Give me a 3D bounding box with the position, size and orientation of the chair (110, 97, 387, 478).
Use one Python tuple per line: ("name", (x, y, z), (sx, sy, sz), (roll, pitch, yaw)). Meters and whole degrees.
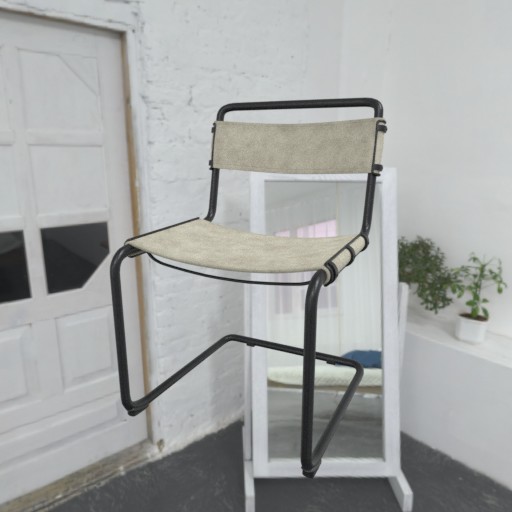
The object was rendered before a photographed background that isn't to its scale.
("chair", (0.000, 0.000, 1.071), (0.499, 0.747, 0.497), (7, 16, 25))
